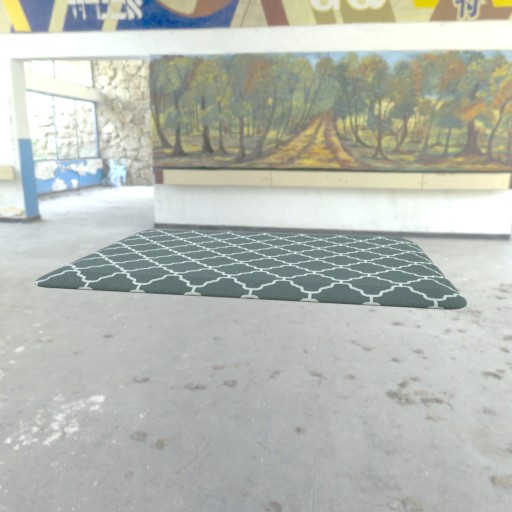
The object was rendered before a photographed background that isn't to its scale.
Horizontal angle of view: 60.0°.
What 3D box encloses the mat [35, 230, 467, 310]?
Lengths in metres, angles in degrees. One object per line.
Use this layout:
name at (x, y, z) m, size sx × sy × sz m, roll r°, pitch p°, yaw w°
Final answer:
mat at (0.000, 0.000, 0.983) m, size 0.762 × 0.021 × 0.508 m, roll 2°, pitch 14°, yaw 9°
